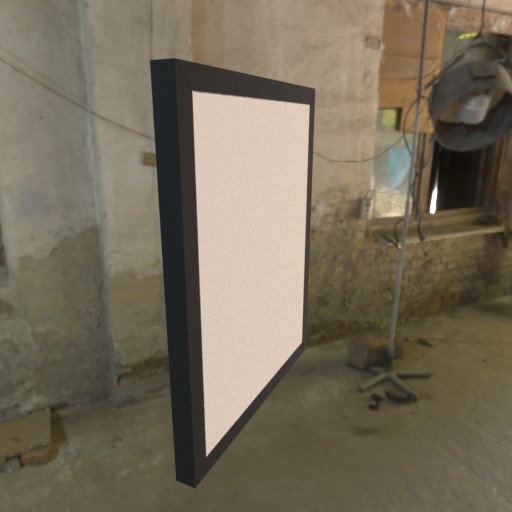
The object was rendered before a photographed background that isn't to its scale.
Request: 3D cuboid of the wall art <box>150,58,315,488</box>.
[{"bbox_3d":[0.000,0.000,0.541,0.024,0.404,0.329,8,18,25],"label":"wall art"}]
